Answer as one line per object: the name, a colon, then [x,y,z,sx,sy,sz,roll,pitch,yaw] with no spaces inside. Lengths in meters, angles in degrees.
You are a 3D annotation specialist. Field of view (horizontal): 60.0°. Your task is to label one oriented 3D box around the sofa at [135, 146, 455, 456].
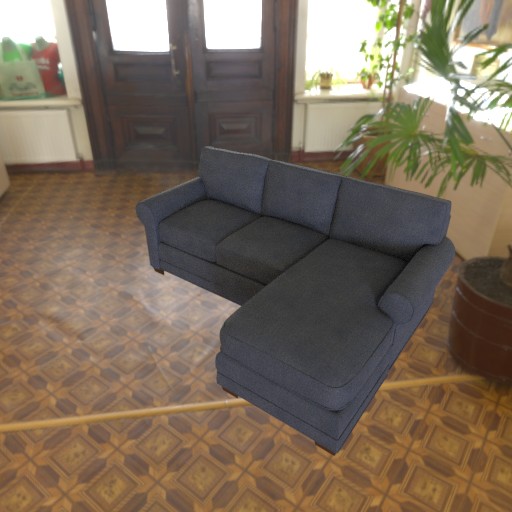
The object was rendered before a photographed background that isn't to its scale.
sofa: [0.000,0.000,3.477,2.567,1.063,1.780,20,36,31]
